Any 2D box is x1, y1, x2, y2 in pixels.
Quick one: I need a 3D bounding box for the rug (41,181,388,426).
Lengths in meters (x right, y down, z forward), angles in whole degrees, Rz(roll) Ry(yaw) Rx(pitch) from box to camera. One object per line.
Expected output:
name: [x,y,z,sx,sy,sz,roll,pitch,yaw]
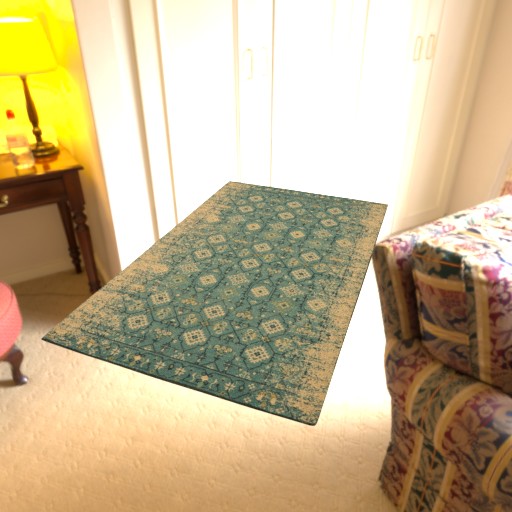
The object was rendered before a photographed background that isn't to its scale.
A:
rug: [0.000,0.000,2.257,1.102,0.008,1.795,11,33,18]
